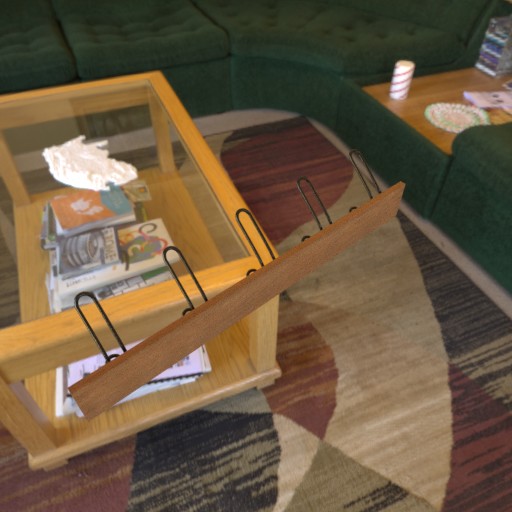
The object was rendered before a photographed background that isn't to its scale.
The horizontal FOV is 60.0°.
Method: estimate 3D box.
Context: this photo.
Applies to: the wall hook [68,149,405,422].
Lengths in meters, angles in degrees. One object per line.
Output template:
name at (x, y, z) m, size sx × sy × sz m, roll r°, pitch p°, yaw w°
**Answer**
wall hook at (0.000, 0.000, 0.602) m, size 0.554 × 0.116 × 0.076 m, roll -31°, pitch 53°, yaw -27°
